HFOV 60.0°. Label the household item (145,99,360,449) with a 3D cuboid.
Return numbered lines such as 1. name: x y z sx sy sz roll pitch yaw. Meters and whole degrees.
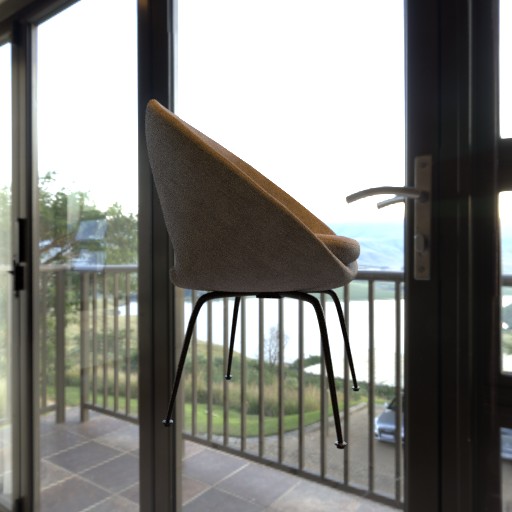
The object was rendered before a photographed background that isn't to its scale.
1. household item: 0.000 0.000 1.287 0.587 0.869 0.643 0 0 17
